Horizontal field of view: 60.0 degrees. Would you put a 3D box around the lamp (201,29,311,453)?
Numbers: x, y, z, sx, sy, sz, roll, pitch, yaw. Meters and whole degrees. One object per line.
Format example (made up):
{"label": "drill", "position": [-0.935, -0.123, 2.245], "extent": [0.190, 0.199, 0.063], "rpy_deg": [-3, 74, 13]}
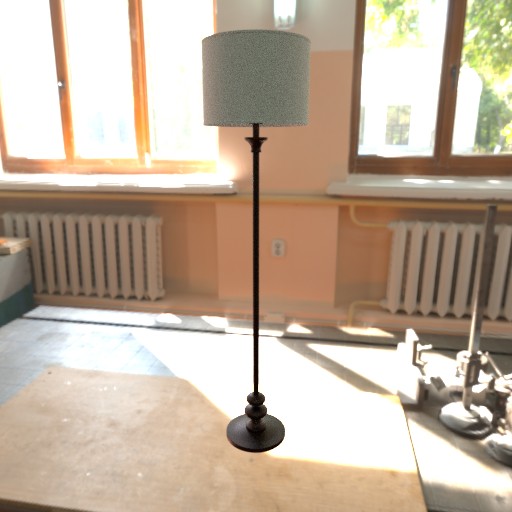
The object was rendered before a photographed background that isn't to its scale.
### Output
{"label": "lamp", "position": [0.000, 0.000, 1.623], "extent": [0.356, 1.487, 0.356], "rpy_deg": [-14, 20, -43]}
